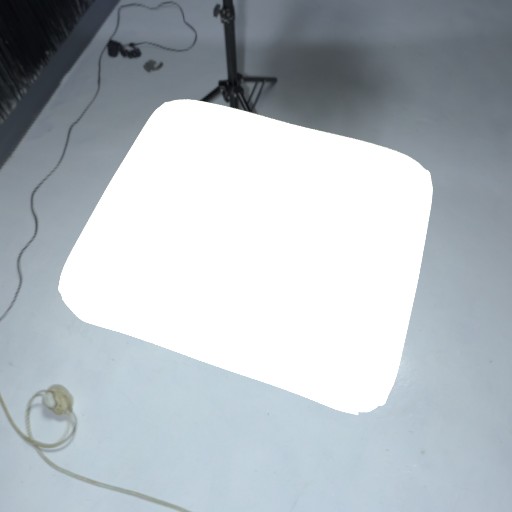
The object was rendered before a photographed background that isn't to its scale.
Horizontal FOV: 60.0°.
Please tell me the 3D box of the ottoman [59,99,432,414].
[{"bbox_3d":[0.000,0.000,1.133,0.747,0.450,0.622,17,65,8],"label":"ottoman"}]
